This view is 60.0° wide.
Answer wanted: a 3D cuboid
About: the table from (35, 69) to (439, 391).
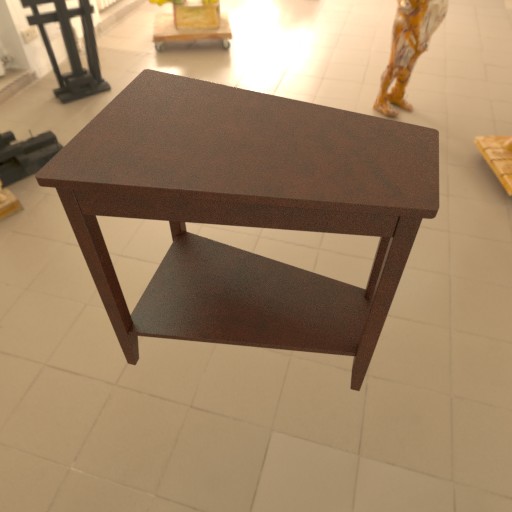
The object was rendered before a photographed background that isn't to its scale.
[{"bbox_3d":[0.000,0.000,0.974,0.605,0.589,0.399,12,48,11],"label":"table"}]
